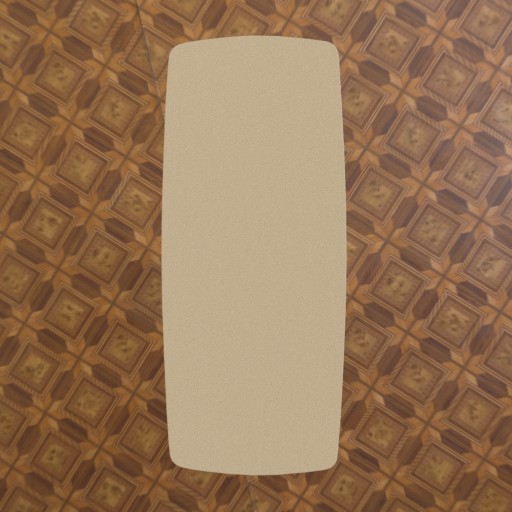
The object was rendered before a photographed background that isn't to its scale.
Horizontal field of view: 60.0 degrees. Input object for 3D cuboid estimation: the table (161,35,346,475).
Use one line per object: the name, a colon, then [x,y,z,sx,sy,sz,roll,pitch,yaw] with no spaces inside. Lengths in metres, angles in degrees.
table: [0.000,0.000,1.580,0.561,0.474,1.334,0,91,2]
